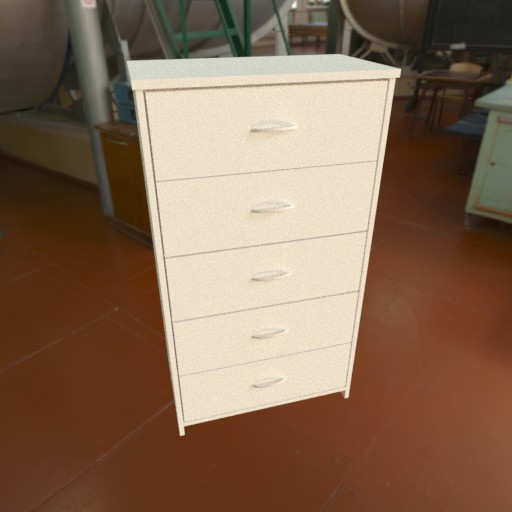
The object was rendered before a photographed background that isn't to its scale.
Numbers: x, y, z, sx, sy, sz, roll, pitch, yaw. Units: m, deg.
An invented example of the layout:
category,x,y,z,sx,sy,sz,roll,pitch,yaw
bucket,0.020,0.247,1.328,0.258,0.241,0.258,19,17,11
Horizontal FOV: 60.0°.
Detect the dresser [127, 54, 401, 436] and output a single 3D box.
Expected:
category,x,y,z,sx,sy,sz,roll,pitch,yaw
dresser,0.000,0.000,1.574,0.704,1.255,0.399,-8,31,-13
